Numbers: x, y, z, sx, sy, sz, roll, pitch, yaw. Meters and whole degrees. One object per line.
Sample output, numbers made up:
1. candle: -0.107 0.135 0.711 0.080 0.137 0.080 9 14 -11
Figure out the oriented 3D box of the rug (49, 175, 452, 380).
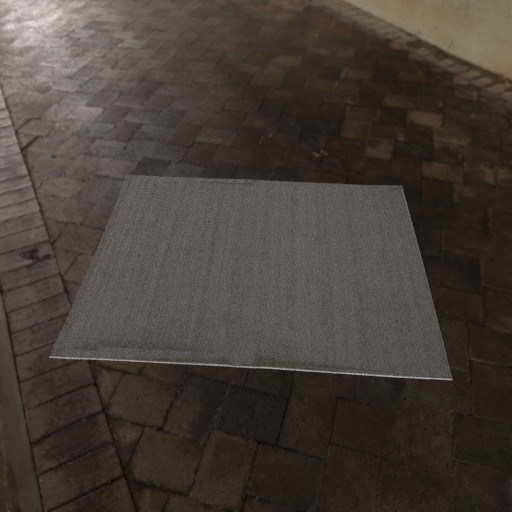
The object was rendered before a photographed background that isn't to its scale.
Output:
1. rug: 0.000 0.000 5.083 3.778 0.053 2.873 3 47 3
